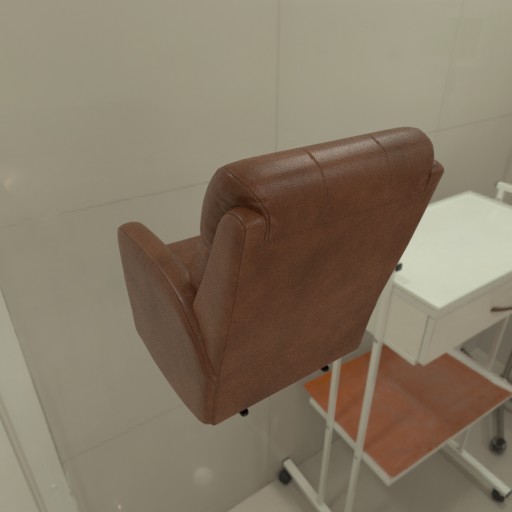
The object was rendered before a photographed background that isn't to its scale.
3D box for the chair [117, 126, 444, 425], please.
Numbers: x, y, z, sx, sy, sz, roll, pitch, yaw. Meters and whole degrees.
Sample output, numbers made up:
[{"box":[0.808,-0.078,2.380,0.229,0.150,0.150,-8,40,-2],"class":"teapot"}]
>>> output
[{"box":[0.000,0.000,1.651,0.787,1.016,0.939,-19,35,-30],"class":"chair"}]
